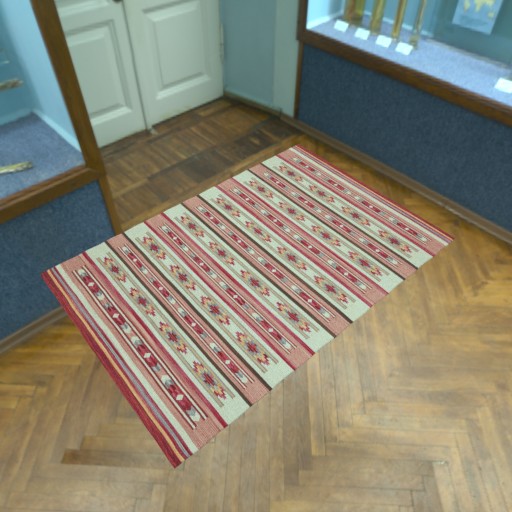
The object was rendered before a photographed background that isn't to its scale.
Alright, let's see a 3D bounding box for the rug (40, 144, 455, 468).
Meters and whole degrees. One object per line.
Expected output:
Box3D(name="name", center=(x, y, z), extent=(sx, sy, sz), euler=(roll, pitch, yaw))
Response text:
Box3D(name="rug", center=(0.000, 0.000, 2.317), extent=(1.817, 0.008, 1.223), euler=(-32, 54, -27))
